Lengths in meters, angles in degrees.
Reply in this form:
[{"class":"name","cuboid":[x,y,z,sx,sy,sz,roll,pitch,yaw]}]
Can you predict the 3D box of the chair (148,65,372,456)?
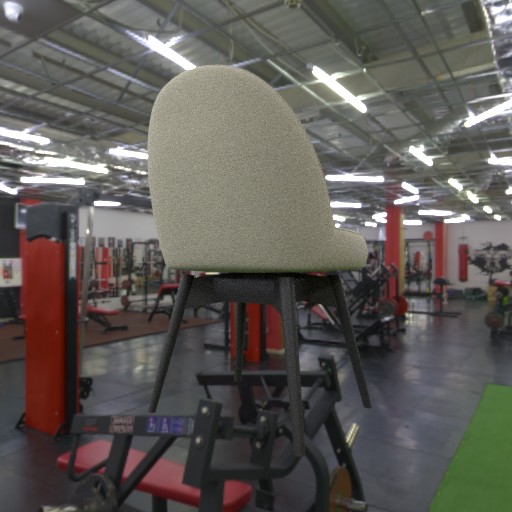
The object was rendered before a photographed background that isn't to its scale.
[{"class":"chair","cuboid":[0.000,0.000,1.195,0.532,0.838,0.540,-1,-1,36]}]
